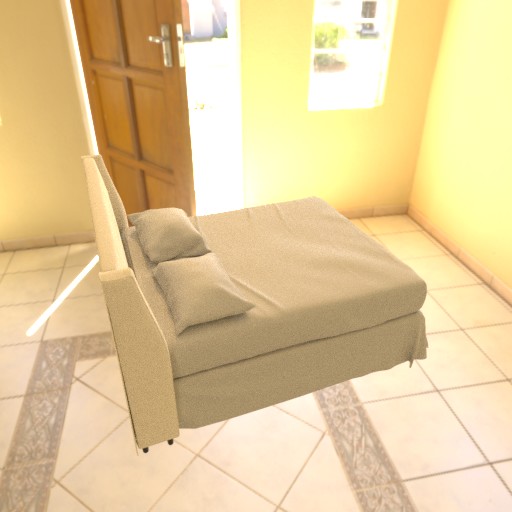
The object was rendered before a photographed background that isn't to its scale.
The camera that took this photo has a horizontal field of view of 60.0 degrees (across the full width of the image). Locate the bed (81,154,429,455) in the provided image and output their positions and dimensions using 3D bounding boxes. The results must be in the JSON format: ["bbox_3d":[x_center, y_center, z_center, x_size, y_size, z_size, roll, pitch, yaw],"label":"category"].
[{"bbox_3d":[0.000,0.000,3.446,2.276,1.332,1.925,-11,33,-18],"label":"bed"}]
